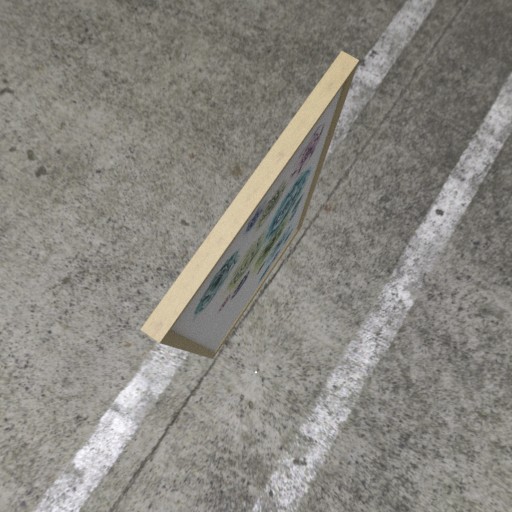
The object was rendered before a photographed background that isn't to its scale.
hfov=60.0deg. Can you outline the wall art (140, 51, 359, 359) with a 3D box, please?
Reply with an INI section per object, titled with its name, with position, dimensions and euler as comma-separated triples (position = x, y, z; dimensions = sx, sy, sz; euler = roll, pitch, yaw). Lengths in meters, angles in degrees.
[wall art]
position = 0.000, 0.000, 1.014
dimensions = 0.039, 0.810, 0.510
euler = 33, 78, 8
